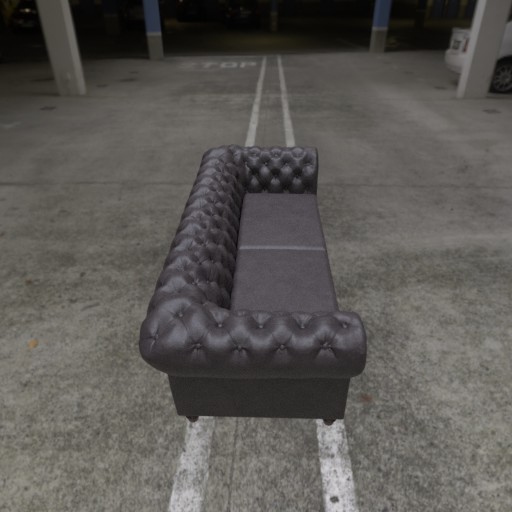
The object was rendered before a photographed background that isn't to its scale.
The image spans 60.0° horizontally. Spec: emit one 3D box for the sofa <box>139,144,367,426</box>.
[{"bbox_3d":[0.000,0.000,2.875,0.944,0.783,2.385,1,33,1],"label":"sofa"}]
